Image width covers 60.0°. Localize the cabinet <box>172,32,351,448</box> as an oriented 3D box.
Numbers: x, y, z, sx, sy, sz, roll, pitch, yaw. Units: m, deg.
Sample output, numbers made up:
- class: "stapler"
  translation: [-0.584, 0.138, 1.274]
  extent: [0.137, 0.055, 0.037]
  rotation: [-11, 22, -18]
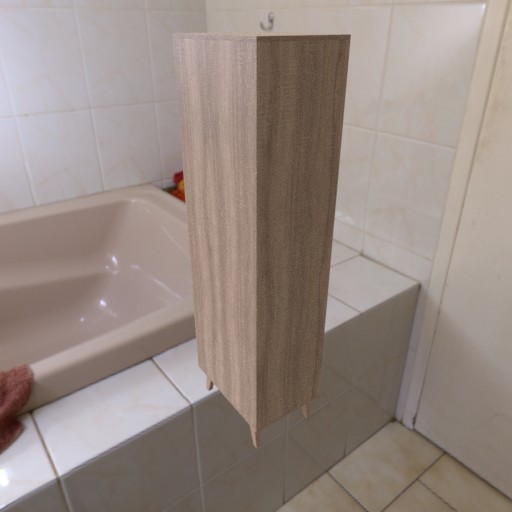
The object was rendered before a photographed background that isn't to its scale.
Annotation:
- class: "cabinet"
  translation: [0.000, 0.000, 2.063]
  extent: [0.400, 1.850, 0.570]
  rotation: [-18, 33, -31]
